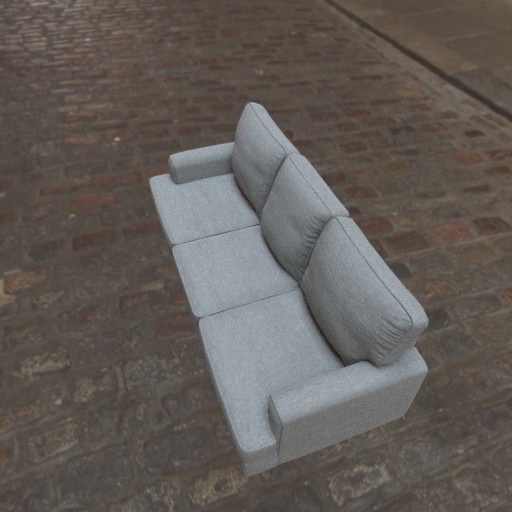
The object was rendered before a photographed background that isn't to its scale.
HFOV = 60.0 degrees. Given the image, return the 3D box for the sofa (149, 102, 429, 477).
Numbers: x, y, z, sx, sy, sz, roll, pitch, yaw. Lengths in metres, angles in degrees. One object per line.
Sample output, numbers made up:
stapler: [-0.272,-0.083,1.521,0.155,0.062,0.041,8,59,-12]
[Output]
sofa: [0.000,0.000,2.695,0.951,0.965,2.158,-15,48,-14]
